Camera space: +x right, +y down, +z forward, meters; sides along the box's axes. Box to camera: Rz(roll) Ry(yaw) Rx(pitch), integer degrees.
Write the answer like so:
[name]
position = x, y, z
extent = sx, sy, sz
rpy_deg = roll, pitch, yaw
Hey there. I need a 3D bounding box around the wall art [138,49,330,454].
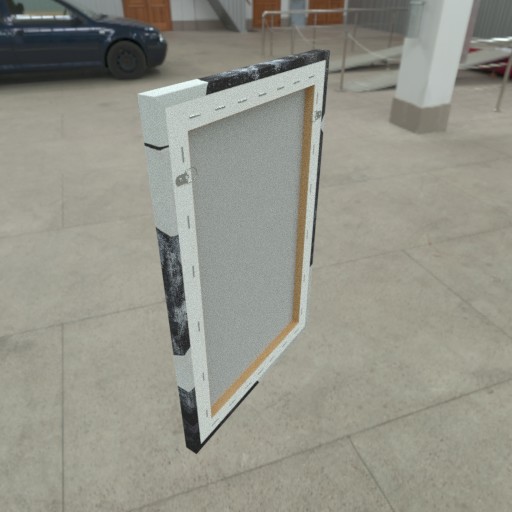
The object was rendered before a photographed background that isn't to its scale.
[wall art]
position = 0.000, 0.000, 1.151
extent = 0.041, 0.915, 0.610
rpy_deg = 20, 38, 28
